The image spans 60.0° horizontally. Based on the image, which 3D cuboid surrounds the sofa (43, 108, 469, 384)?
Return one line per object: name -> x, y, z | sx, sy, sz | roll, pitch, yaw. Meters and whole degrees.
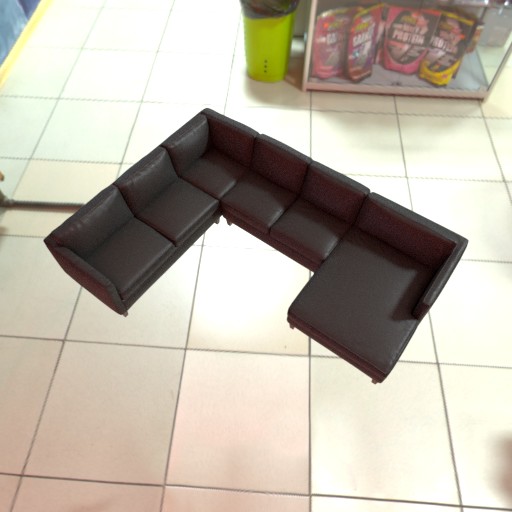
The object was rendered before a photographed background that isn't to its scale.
sofa -> 0.000, 0.000, 4.639 | 3.460, 0.923, 2.593 | 32, 62, 19
